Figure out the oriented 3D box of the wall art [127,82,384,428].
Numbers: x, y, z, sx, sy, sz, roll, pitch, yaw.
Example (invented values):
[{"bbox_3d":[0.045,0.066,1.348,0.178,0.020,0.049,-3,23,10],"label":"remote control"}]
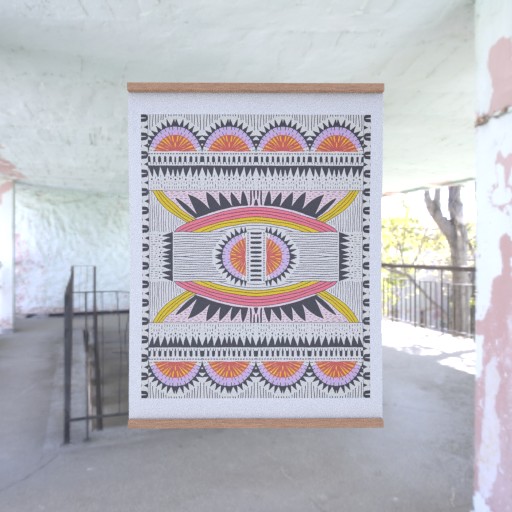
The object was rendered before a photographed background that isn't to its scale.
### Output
[{"bbox_3d":[0.000,0.000,0.796,0.456,0.609,0.028,0,1,-1],"label":"wall art"}]
